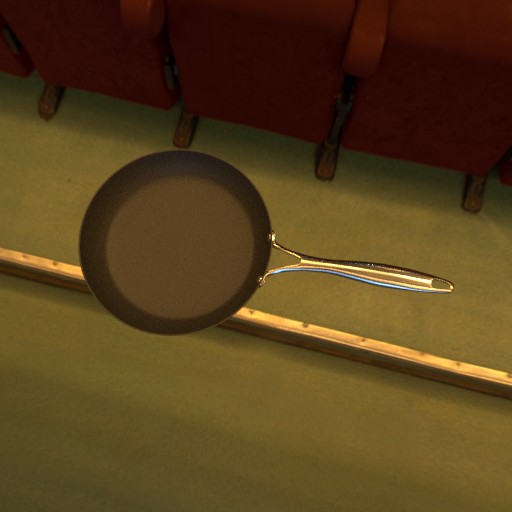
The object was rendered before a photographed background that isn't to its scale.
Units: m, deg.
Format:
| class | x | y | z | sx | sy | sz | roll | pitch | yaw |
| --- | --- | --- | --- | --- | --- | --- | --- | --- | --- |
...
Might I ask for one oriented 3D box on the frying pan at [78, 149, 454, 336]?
| class | x | y | z | sx | sy | sz | roll | pitch | yaw |
| --- | --- | --- | --- | --- | --- | --- | --- | --- | --- |
| frying pan | 0.000 | 0.000 | 0.575 | 0.472 | 0.105 | 0.255 | 13 | 77 | 3 |
